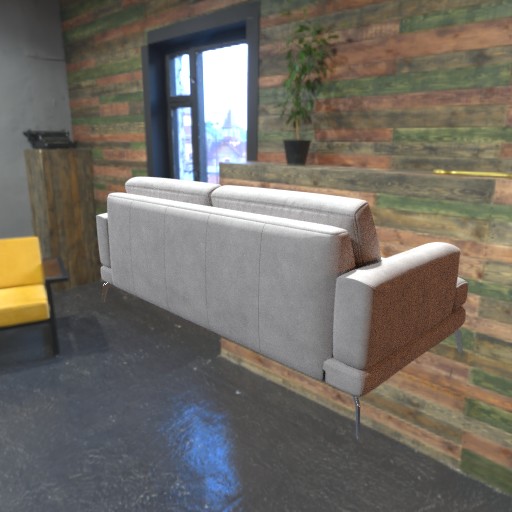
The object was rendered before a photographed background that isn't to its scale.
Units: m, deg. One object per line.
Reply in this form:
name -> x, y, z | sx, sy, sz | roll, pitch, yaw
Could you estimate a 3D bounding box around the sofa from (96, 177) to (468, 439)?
sofa -> 0.000, 0.000, 2.488 | 0.980, 0.830, 2.013 | -14, 20, -43
